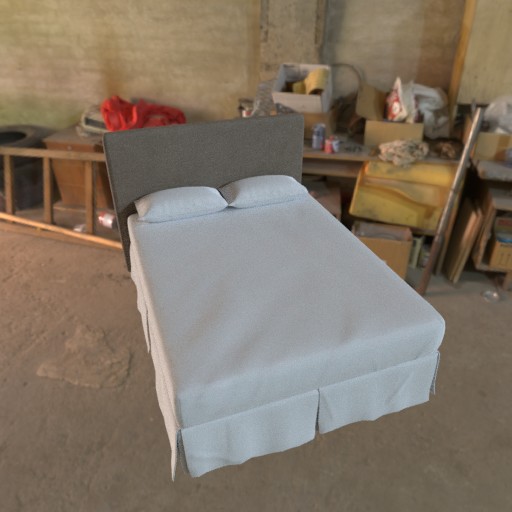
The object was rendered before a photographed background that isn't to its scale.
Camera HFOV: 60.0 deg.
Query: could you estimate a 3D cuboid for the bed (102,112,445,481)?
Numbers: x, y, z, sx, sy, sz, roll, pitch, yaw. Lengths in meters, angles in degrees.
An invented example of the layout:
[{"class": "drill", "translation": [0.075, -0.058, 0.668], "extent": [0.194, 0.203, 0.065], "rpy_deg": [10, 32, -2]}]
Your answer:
[{"class": "bed", "translation": [0.000, 0.000, 3.090], "extent": [1.723, 1.330, 2.142], "rpy_deg": [-11, 35, -17]}]
